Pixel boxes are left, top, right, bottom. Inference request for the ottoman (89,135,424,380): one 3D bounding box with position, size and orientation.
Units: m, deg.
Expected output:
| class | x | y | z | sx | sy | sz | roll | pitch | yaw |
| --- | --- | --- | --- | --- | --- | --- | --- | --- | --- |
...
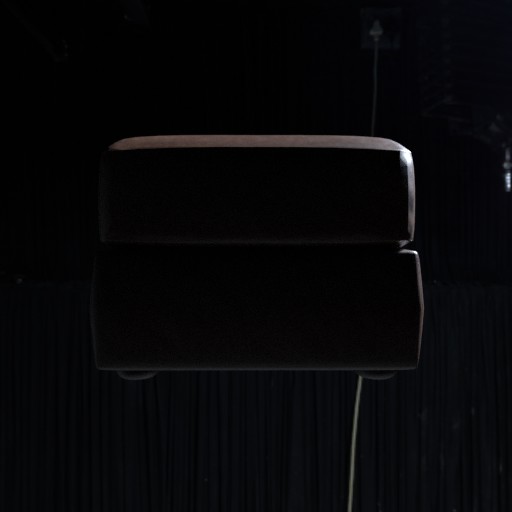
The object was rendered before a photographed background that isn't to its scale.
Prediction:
| class | x | y | z | sx | sy | sz | roll | pitch | yaw |
| --- | --- | --- | --- | --- | --- | --- | --- | --- | --- |
| ottoman | 0.000 | 0.000 | 1.150 | 0.603 | 0.476 | 0.751 | 0 | 0 | 0 |
